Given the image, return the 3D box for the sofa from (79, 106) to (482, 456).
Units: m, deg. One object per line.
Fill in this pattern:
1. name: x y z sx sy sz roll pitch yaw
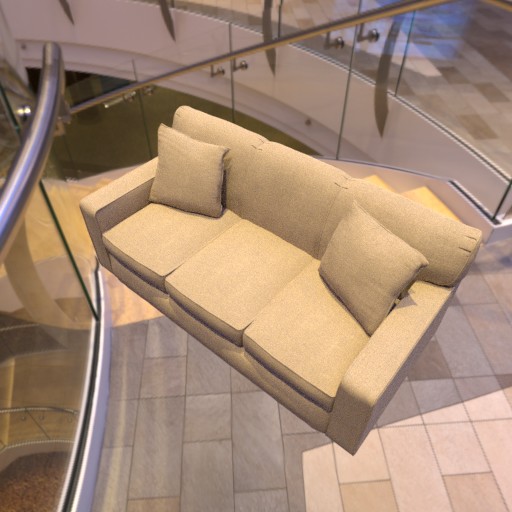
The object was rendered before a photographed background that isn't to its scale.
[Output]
1. sofa: 0.000 0.000 2.560 2.024 0.958 0.997 31 53 27
